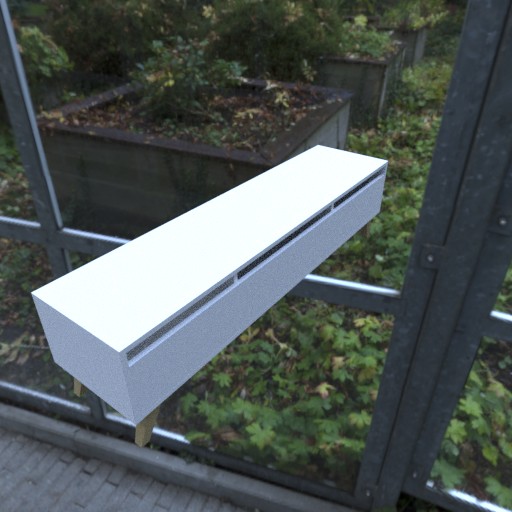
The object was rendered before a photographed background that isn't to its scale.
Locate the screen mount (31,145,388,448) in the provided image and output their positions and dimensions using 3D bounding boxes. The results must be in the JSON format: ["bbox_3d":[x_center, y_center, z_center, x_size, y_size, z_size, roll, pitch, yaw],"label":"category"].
[{"bbox_3d":[0.000,0.000,1.857,0.399,0.432,1.644,22,39,30],"label":"screen mount"}]
